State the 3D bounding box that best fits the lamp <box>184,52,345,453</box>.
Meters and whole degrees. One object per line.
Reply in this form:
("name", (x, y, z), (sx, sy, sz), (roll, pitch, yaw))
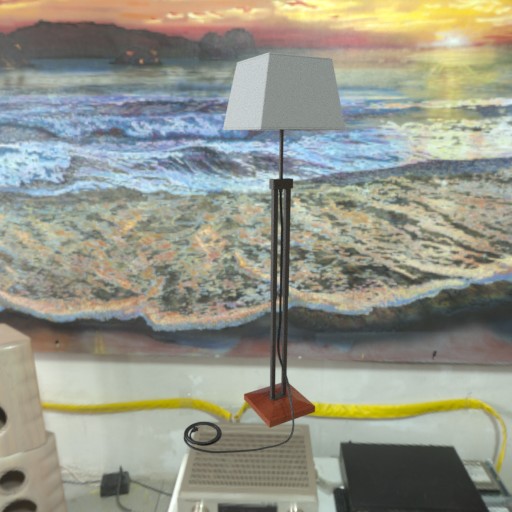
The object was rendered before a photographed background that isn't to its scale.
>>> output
("lamp", (0.000, 0.000, 2.000), (0.745, 1.712, 0.472), (-8, 17, -27))
